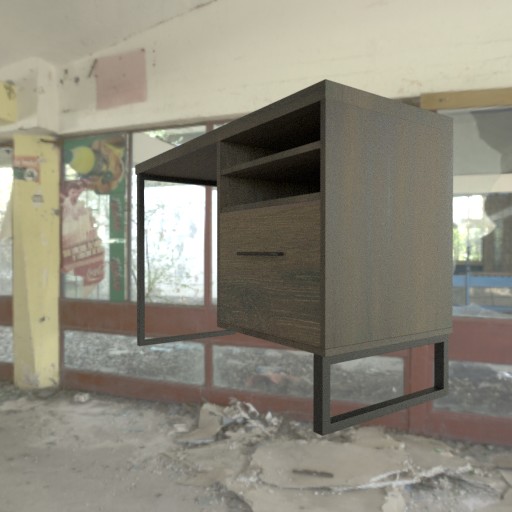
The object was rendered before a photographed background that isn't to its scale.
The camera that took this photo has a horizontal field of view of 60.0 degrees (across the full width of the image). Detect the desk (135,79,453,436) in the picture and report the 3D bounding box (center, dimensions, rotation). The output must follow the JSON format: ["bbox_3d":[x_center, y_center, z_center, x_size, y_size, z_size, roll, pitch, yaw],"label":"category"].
[{"bbox_3d":[0.000,0.000,1.519,0.511,0.752,1.134,0,1,-35],"label":"desk"}]
